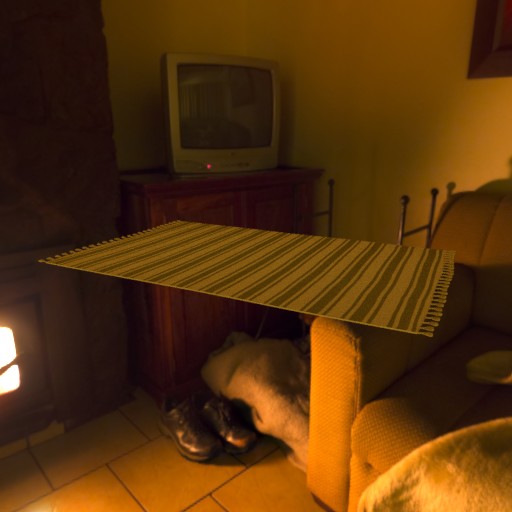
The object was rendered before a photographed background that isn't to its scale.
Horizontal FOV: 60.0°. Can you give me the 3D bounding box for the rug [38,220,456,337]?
[{"bbox_3d":[0.000,0.000,2.306,1.875,0.013,1.162,8,18,26],"label":"rug"}]
